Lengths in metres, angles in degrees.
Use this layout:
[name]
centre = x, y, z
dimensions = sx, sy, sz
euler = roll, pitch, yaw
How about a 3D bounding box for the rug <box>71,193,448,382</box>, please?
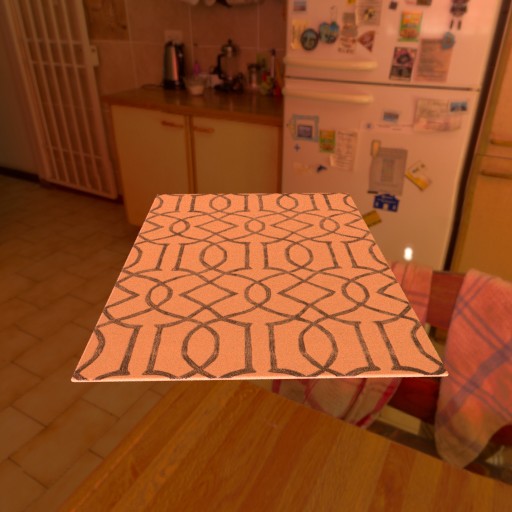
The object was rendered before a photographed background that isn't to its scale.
[rug]
centre = 0.000, 0.000, 3.853
dimensions = 2.211, 0.021, 2.910
euler = -1, 29, -1
